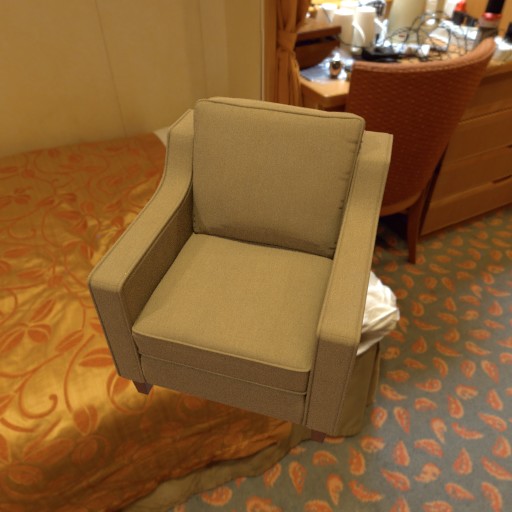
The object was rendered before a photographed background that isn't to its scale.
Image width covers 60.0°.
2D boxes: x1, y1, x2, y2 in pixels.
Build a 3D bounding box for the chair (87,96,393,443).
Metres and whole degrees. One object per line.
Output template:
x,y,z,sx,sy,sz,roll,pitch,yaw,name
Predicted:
0.000,0.000,1.679,0.831,0.960,0.909,11,43,12,chair
